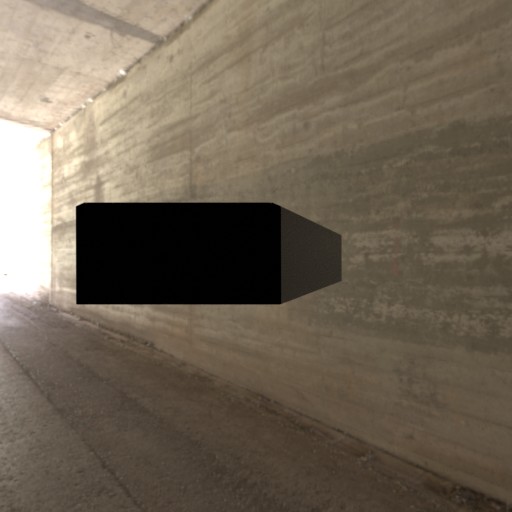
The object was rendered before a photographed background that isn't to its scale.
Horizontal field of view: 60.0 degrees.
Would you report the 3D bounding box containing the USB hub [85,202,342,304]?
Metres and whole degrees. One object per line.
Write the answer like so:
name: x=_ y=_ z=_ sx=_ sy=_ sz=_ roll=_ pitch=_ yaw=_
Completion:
USB hub: x=0.000 y=0.000 z=0.156 sx=0.044 sy=0.023 sz=0.145 roll=0 pitch=-1 yaw=17
